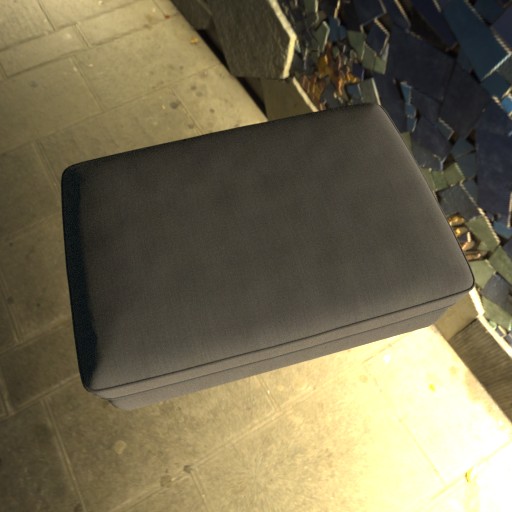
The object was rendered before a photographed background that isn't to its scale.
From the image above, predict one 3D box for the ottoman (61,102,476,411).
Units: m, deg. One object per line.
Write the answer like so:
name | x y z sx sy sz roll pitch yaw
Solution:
ottoman | 0.000 0.000 1.278 0.941 0.480 0.636 -14 64 -7
